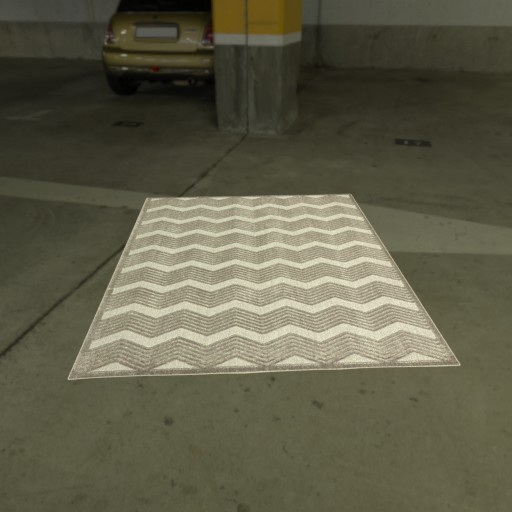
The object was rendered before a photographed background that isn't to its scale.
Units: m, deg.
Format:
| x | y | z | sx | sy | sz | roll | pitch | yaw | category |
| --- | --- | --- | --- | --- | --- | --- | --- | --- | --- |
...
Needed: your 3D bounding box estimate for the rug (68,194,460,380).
| x | y | z | sx | sy | sz | roll | pitch | yaw | category |
| --- | --- | --- | --- | --- | --- | --- | --- | --- | --- |
| 0.000 | 0.000 | 3.940 | 2.391 | 0.005 | 2.880 | -1 | 29 | -3 | rug |
